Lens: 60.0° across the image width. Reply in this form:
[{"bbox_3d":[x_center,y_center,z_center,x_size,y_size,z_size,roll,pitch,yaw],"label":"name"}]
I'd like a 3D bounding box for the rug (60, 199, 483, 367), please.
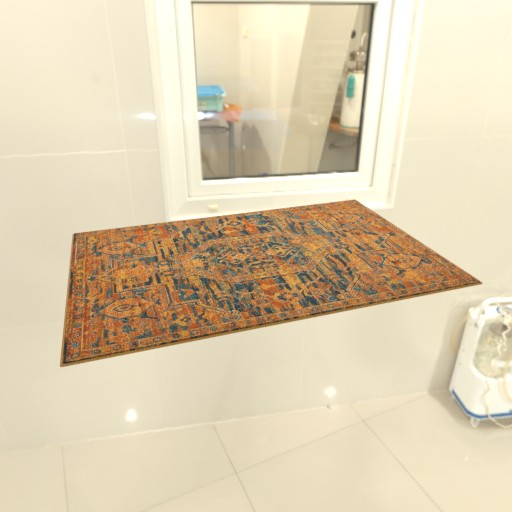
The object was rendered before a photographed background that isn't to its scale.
[{"bbox_3d":[0.000,0.000,1.085,0.863,0.008,0.557,-9,28,-16],"label":"rug"}]
